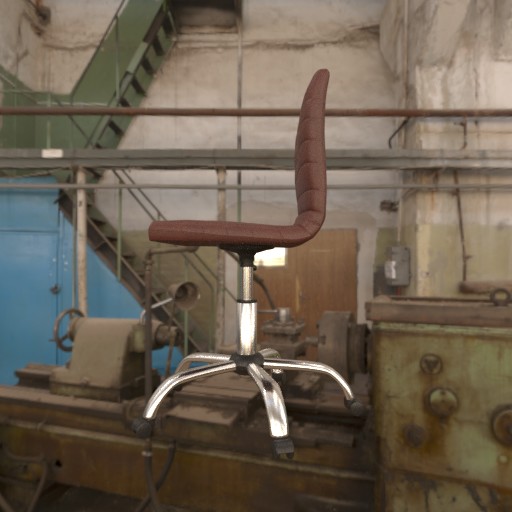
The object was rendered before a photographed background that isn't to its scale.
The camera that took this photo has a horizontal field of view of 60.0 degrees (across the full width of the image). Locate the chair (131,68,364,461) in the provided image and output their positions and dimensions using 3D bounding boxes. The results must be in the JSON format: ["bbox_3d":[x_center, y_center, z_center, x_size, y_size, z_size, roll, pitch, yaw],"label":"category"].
[{"bbox_3d":[0.000,0.000,1.107,0.530,0.780,0.556,0,0,2],"label":"chair"}]
